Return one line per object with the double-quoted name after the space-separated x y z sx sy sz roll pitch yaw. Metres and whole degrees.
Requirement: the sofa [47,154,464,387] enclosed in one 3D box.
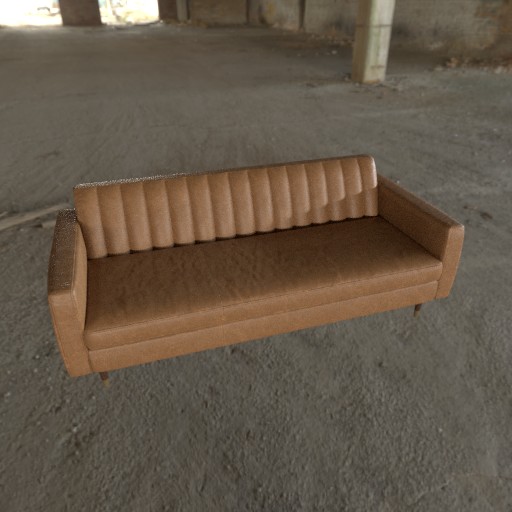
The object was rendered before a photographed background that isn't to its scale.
0.000 0.000 2.722 2.291 0.821 0.990 -9 32 -15 "sofa"
